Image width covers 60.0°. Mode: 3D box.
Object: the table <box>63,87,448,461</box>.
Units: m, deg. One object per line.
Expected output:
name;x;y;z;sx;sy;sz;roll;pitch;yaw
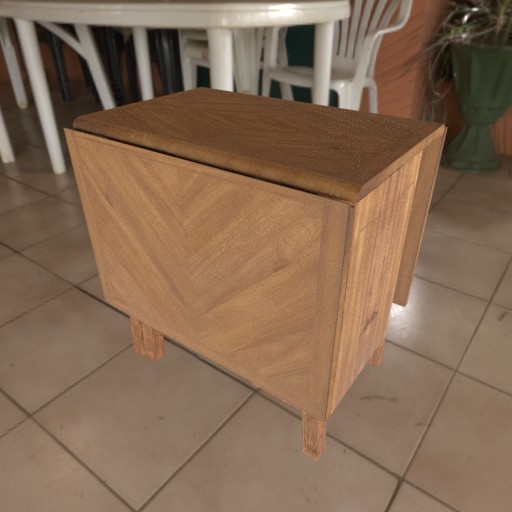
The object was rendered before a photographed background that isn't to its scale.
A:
table;0.000;0.000;1.621;0.967;0.981;0.701;20;37;30
